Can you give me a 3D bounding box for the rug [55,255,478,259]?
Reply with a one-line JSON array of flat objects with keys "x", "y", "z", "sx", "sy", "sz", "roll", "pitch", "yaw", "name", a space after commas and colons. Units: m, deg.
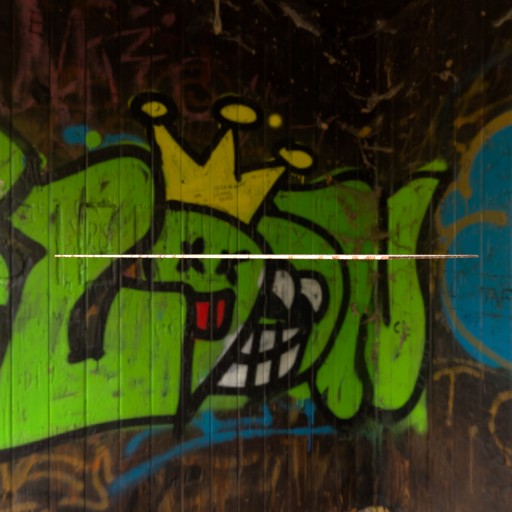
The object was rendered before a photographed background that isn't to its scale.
[{"x": 0.000, "y": 0.000, "z": 2.988, "sx": 2.435, "sy": 0.011, "sz": 1.517, "roll": 0, "pitch": 0, "yaw": 38, "name": "rug"}]
